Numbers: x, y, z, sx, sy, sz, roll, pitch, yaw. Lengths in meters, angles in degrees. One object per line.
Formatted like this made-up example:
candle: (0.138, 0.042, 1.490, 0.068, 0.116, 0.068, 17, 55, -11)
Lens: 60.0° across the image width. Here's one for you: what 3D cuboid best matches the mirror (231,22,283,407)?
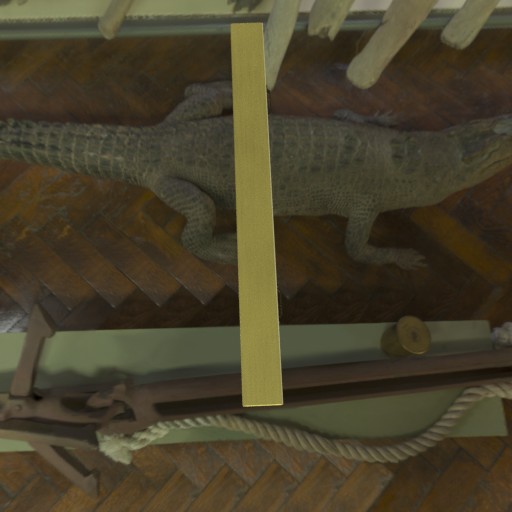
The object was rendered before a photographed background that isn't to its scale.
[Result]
mirror: (0.000, 0.000, 0.688, 0.041, 0.508, 0.405, -2, 75, -1)
